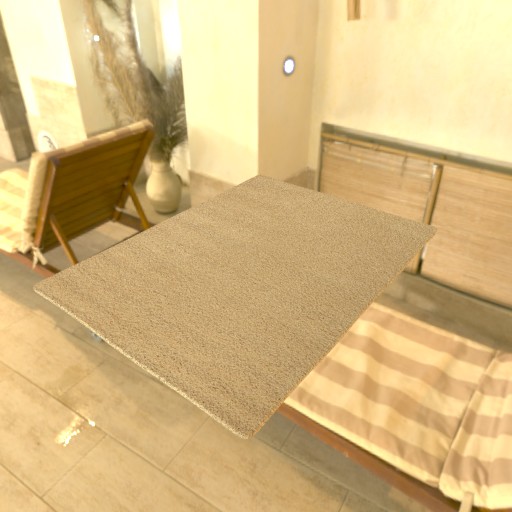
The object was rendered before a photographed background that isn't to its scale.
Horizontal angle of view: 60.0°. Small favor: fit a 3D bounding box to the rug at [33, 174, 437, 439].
[{"bbox_3d":[0.000,0.000,2.125,1.199,0.025,1.600,23,39,31],"label":"rug"}]
